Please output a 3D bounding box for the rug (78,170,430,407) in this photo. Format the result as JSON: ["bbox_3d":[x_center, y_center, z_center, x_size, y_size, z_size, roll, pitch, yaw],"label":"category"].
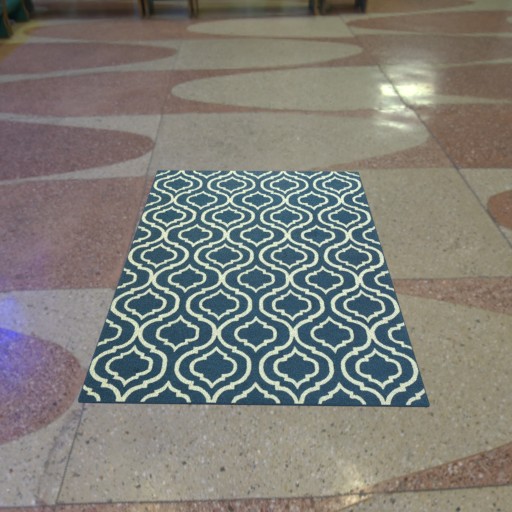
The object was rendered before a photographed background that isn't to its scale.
[{"bbox_3d":[0.000,0.000,3.927,2.270,0.020,2.881,1,42,1],"label":"rug"}]
